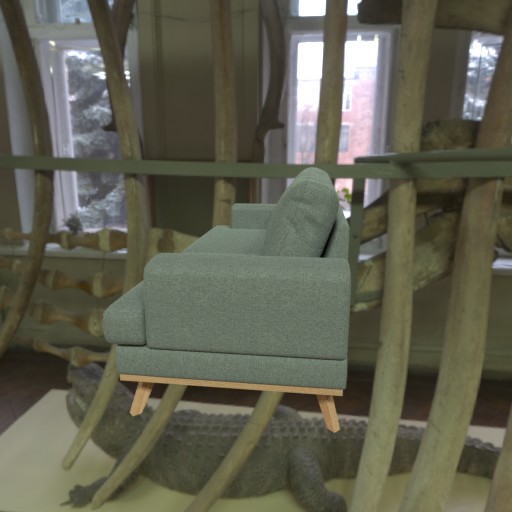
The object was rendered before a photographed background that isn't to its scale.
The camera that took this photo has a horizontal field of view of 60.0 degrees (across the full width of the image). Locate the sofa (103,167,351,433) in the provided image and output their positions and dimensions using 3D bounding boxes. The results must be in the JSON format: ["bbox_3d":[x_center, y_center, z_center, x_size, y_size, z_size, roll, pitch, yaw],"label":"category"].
[{"bbox_3d":[0.000,0.000,2.142,0.785,0.810,1.650,2,14,7],"label":"sofa"}]
